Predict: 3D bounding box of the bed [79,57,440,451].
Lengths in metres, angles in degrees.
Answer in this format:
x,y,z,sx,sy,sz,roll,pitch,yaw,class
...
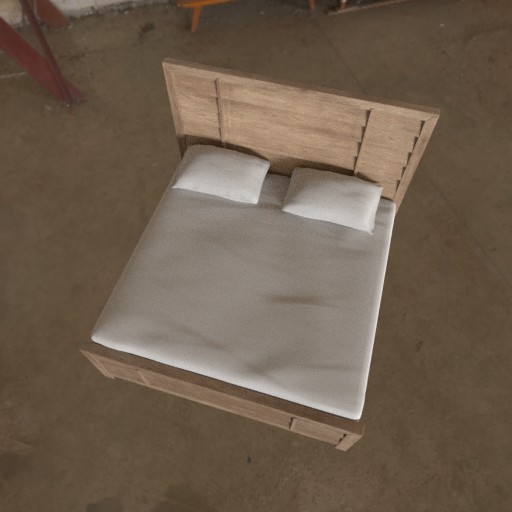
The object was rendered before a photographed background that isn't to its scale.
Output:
x,y,z,sx,sy,sz,roll,pitch,yaw,class
0.000,0.000,3.364,2.032,1.626,2.032,14,59,9,bed
